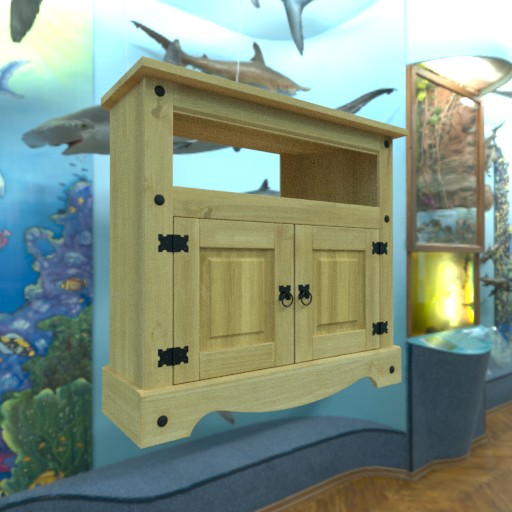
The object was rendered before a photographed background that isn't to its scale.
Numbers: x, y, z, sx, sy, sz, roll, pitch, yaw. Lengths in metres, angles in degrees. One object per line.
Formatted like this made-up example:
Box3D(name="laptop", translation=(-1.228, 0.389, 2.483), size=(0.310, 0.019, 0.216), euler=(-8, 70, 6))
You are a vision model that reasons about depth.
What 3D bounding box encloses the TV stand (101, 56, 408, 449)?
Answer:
Box3D(name="TV stand", translation=(0.000, 0.000, 1.289), size=(0.851, 0.781, 0.425), euler=(0, -1, -35))
